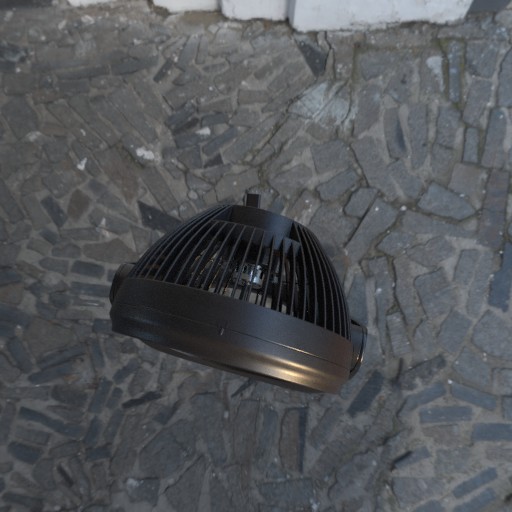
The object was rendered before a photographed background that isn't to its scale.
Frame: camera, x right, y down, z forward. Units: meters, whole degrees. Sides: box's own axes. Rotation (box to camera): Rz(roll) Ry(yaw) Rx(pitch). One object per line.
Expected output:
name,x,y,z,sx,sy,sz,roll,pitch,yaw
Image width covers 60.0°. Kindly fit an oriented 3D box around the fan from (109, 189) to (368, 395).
fan,0.000,0.000,0.483,0.273,0.277,0.256,15,76,4
